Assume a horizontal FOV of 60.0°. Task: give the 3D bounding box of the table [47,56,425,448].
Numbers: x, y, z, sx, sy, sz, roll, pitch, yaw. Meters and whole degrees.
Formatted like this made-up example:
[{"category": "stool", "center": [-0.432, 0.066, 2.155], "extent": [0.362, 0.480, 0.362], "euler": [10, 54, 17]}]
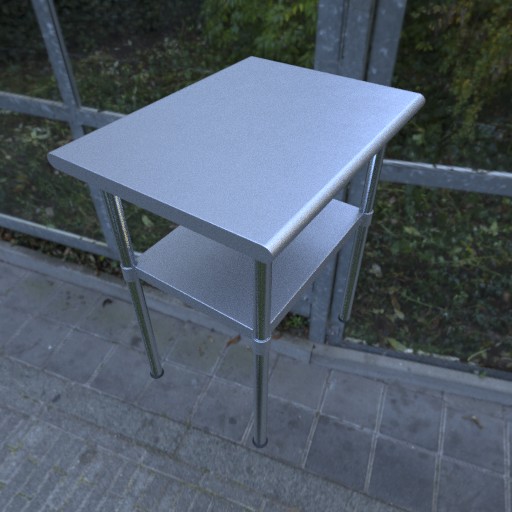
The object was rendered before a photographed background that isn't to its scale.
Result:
[{"category": "table", "center": [0.000, 0.000, 1.358], "extent": [0.584, 0.876, 0.762], "euler": [24, 47, 25]}]
